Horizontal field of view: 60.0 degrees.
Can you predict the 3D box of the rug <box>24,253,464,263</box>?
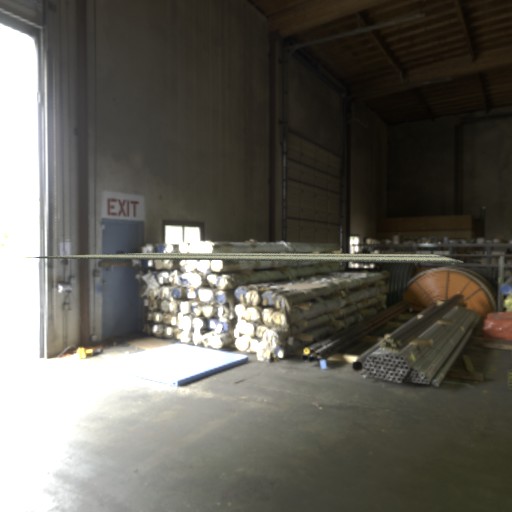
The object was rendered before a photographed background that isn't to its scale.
[{"bbox_3d":[0.000,0.000,2.336,1.854,0.006,1.234,0,1,18],"label":"rug"}]
